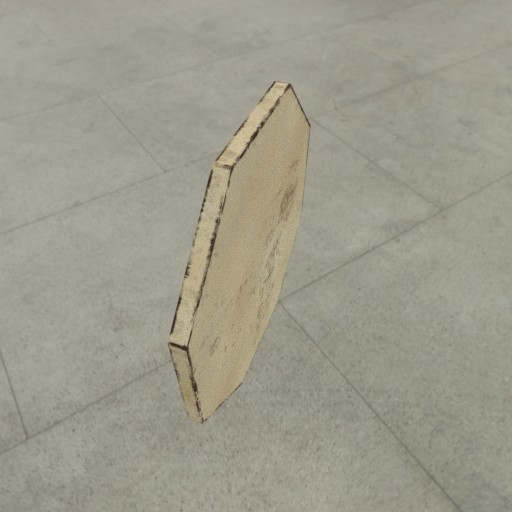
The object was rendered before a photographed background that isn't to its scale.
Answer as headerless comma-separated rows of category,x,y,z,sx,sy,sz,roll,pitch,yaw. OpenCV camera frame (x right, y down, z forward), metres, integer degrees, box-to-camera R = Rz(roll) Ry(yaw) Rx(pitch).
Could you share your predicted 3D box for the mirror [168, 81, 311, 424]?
mirror,0.000,0.000,0.947,0.031,0.648,0.648,16,49,14
